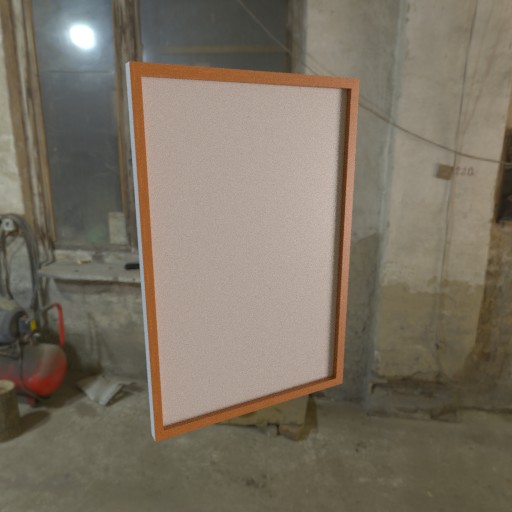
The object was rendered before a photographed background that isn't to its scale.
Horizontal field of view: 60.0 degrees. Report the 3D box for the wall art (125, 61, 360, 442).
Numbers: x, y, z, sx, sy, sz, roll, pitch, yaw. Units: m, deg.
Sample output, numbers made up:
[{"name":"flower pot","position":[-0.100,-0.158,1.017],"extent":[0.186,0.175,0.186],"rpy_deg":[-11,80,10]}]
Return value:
[{"name":"wall art","position":[0.000,0.000,1.184],"extent":[0.610,0.916,0.037],"rpy_deg":[-8,17,-27]}]
